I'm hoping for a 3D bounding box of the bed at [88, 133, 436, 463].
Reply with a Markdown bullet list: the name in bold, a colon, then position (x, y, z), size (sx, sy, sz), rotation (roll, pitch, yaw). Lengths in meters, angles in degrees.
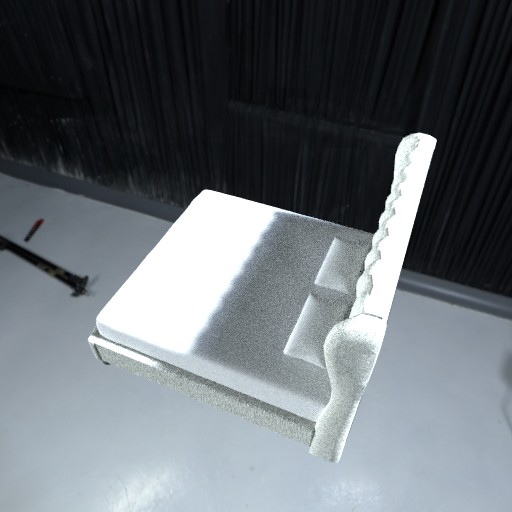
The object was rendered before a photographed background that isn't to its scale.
- **bed**: position (0.000, 0.000, 3.893), size (2.347, 1.771, 2.219), rotation (17, 48, 16)
